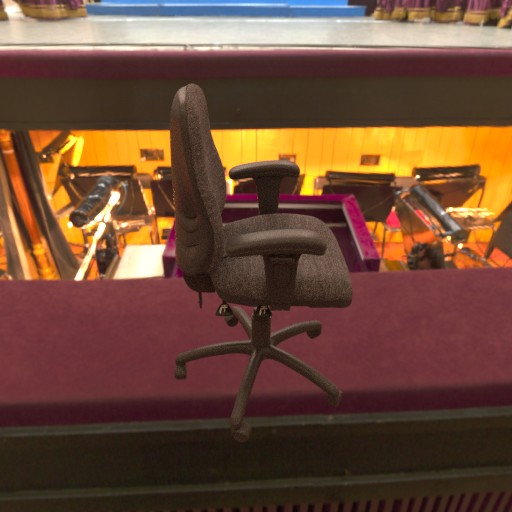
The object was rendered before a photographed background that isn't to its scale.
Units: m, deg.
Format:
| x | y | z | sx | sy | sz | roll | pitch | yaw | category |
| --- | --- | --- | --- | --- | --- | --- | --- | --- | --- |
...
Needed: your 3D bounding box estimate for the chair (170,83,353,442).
| x | y | z | sx | sy | sz | roll | pitch | yaw | category |
| --- | --- | --- | --- | --- | --- | --- | --- | --- | --- |
| 0.000 | 0.000 | 1.251 | 0.530 | 0.910 | 0.550 | -1 | 31 | -2 | chair |
